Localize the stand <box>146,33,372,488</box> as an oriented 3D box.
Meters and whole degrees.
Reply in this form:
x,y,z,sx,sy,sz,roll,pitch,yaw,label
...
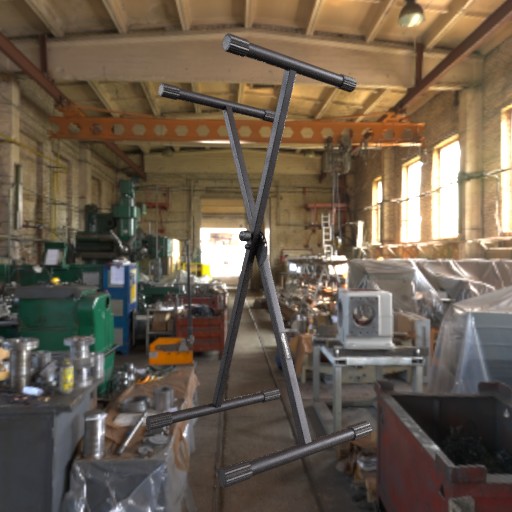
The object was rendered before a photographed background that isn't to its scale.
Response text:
x,y,z,sx,sy,sz,roll,pitch,yaw,label
0.000,0.000,1.183,0.449,0.940,0.409,0,0,-37,stand
